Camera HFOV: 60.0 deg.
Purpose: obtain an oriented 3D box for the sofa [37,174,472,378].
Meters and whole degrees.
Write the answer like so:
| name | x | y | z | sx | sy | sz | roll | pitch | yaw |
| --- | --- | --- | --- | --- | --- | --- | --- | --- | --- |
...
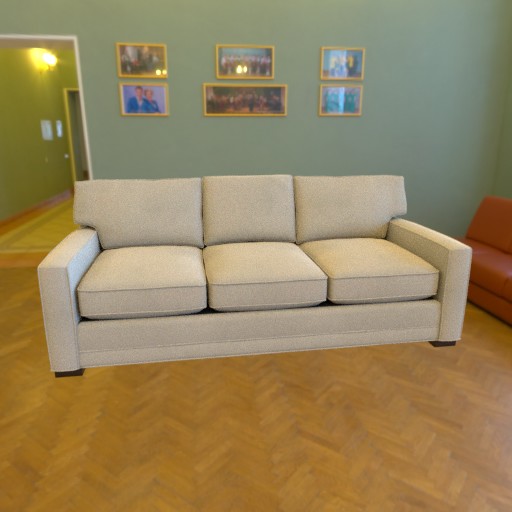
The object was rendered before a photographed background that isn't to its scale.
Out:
| name | x | y | z | sx | sy | sz | roll | pitch | yaw |
| --- | --- | --- | --- | --- | --- | --- | --- | --- | --- |
| sofa | 0.000 | 0.000 | 2.547 | 2.088 | 0.862 | 0.935 | -2 | 16 | -9 |
